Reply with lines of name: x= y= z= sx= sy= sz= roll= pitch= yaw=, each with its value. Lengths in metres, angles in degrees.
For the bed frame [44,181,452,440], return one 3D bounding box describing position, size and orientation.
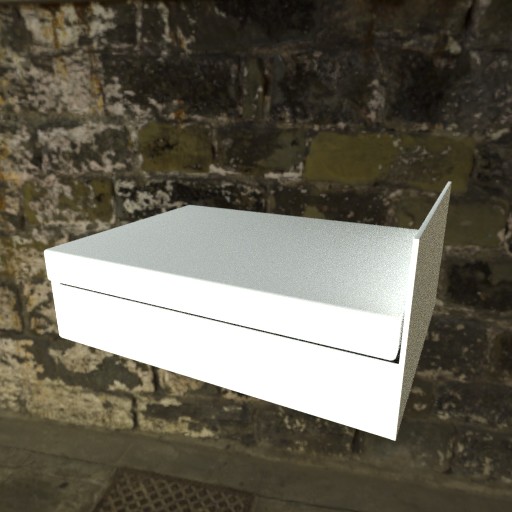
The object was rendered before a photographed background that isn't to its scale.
bed frame: x=0.000 y=0.000 z=2.571 sx=1.900 sy=0.800 sz=1.400 roll=9 pitch=20 yaw=25
